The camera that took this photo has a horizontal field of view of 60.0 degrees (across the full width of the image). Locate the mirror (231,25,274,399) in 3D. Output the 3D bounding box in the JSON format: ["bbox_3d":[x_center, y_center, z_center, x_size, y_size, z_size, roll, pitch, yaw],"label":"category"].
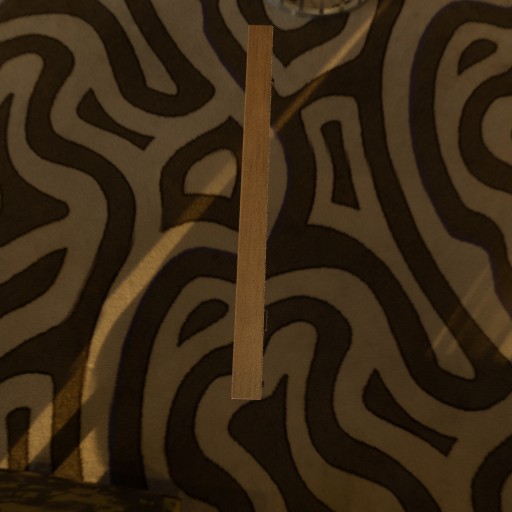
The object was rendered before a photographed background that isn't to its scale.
[{"bbox_3d":[0.000,0.000,0.917,0.039,0.711,0.508,2,77,0],"label":"mirror"}]
